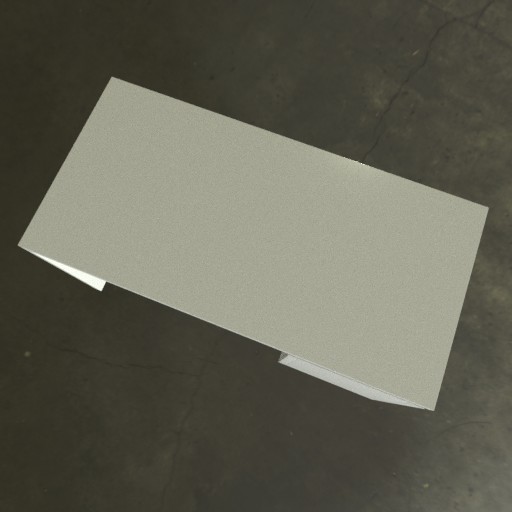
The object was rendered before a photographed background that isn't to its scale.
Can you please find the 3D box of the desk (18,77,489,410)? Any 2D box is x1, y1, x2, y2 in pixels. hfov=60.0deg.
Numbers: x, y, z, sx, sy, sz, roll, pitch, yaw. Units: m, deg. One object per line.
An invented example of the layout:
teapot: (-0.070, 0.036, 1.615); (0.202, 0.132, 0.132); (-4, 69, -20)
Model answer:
desk: (0.000, 0.000, 1.819); (1.400, 0.740, 0.690); (21, 76, 6)
